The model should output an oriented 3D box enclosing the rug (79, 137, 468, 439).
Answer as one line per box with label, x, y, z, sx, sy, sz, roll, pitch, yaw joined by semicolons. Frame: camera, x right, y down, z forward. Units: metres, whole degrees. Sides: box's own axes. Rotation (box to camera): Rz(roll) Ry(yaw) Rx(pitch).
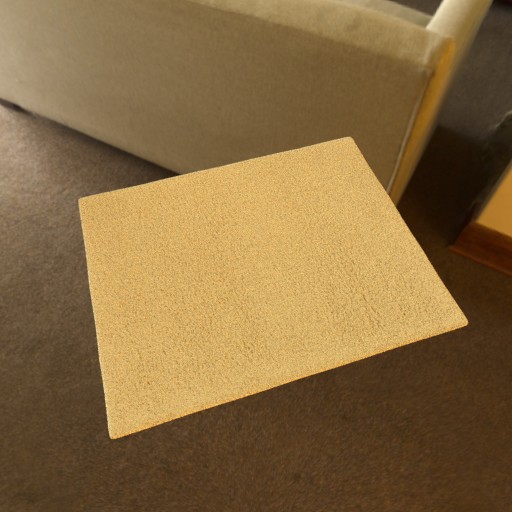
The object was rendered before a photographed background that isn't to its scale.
rug;0.000;0.000;4.163;3.047;0.029;2.438;-15;58;-10
